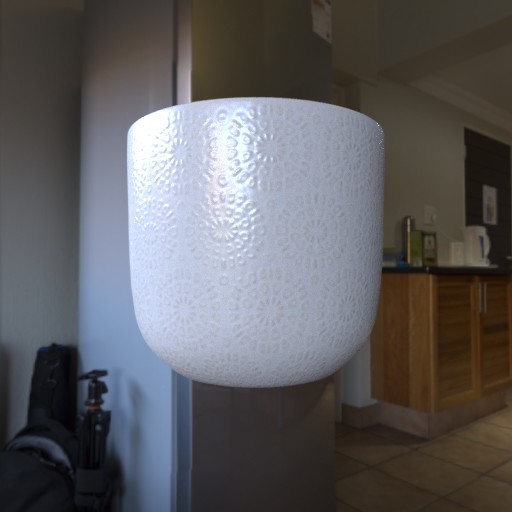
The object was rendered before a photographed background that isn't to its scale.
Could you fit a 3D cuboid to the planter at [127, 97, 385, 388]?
[{"bbox_3d":[0.000,0.000,0.371,0.208,0.190,0.208,0,-1,0],"label":"planter"}]
